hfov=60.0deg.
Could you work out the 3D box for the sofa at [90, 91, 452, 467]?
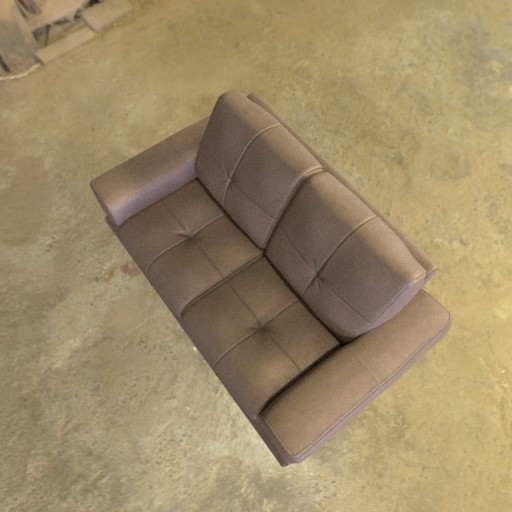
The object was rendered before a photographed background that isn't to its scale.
[{"bbox_3d":[0.000,0.000,2.325,1.018,0.907,1.806,-34,68,-16],"label":"sofa"}]
